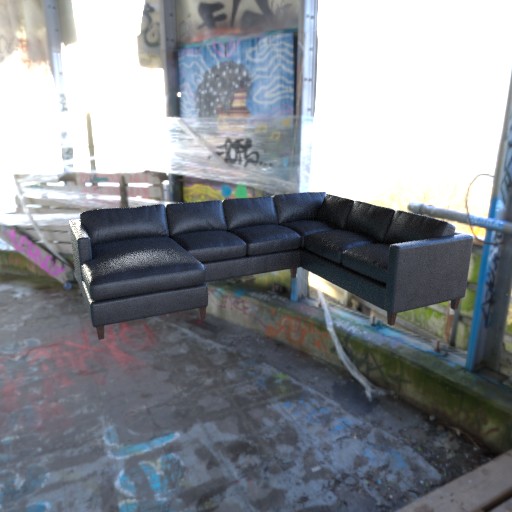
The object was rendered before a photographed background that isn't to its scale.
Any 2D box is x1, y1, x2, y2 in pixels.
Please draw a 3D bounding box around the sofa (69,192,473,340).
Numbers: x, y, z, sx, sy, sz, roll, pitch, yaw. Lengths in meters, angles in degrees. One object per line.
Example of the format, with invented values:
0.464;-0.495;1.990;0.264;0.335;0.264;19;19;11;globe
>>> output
0.000;0.000;4.545;3.324;0.891;2.452;-8;18;-25;sofa
